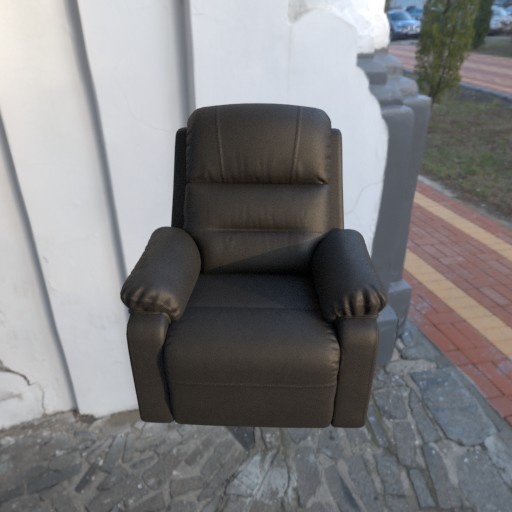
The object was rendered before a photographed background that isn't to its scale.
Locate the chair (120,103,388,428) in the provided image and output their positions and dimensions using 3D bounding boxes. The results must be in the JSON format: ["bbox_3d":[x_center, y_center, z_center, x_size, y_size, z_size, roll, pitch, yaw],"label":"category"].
[{"bbox_3d":[0.000,0.000,1.698,0.855,0.992,0.919,1,29,2],"label":"chair"}]
